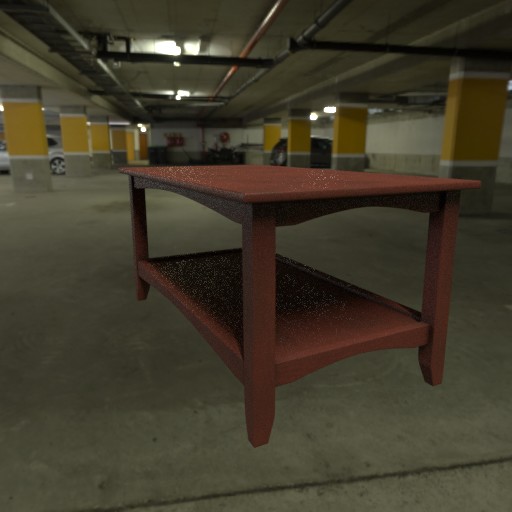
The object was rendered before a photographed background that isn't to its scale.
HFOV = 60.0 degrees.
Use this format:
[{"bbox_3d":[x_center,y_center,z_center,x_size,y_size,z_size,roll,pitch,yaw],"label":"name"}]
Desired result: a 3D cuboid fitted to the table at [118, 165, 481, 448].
[{"bbox_3d":[0.000,0.000,1.231,0.533,0.456,0.943,-7,15,-27],"label":"table"}]
